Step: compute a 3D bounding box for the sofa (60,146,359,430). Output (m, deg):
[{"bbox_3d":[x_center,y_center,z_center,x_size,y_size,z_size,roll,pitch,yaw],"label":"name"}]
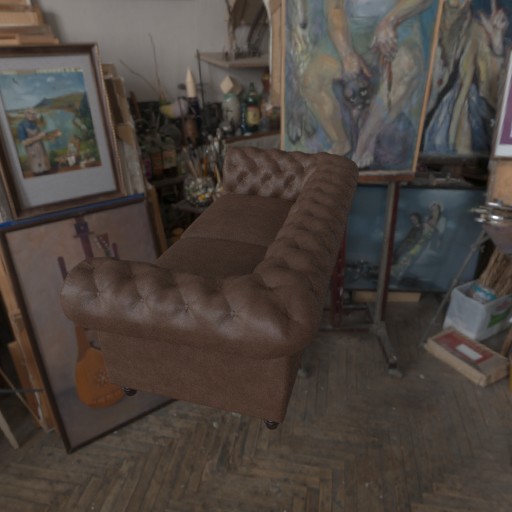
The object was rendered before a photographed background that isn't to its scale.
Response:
[{"bbox_3d":[0.000,0.000,2.493,0.955,0.784,2.048,8,29,14],"label":"sofa"}]
